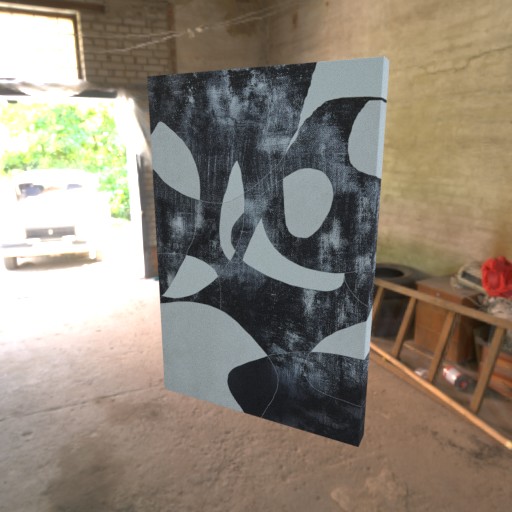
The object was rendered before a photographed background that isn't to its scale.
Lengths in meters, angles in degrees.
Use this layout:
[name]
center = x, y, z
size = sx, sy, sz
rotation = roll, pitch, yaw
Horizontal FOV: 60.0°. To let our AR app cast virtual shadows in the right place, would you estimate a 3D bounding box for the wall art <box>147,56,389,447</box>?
[wall art]
center = 0.000, 0.000, 0.777
size = 0.407, 0.610, 0.039
rotation = 7, 16, 26
